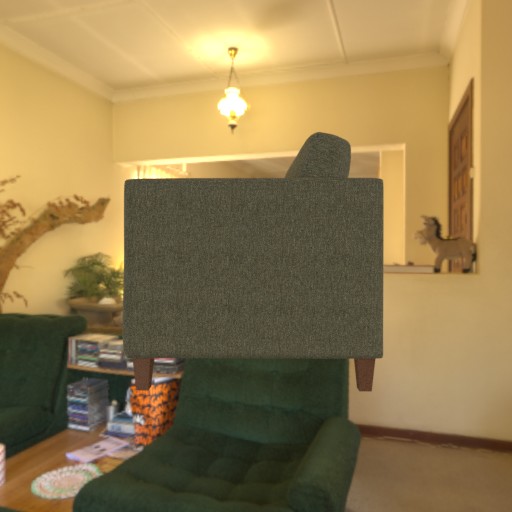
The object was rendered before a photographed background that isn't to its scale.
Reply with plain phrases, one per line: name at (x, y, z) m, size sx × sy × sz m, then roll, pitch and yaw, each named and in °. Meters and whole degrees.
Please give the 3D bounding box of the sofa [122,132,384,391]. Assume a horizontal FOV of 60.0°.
sofa at (0.000, 0.000, 2.636) m, size 0.948 × 0.965 × 2.208 m, roll 0°, pitch 0°, yaw 1°
